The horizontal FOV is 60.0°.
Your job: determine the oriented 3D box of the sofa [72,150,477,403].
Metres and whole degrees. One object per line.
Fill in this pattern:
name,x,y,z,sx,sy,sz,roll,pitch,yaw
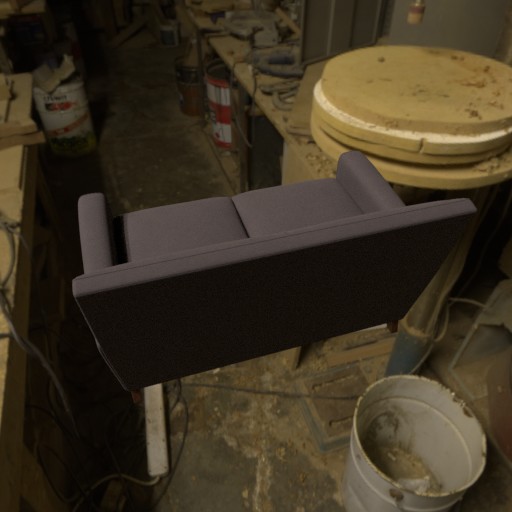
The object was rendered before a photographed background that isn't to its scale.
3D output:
sofa,0.000,0.000,1.966,1.420,0.846,0.871,-12,43,-13
